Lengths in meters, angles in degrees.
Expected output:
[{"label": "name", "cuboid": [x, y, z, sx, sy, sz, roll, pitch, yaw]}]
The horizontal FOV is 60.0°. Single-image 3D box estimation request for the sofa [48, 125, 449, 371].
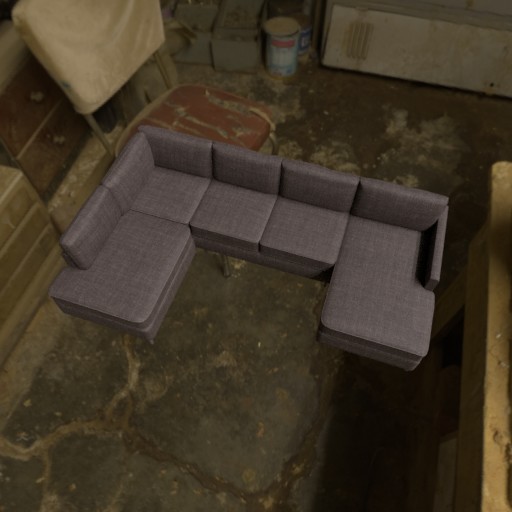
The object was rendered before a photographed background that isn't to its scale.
[{"label": "sofa", "cuboid": [0.000, 0.000, 4.343, 3.423, 0.999, 2.048, 16, 59, 10]}]
